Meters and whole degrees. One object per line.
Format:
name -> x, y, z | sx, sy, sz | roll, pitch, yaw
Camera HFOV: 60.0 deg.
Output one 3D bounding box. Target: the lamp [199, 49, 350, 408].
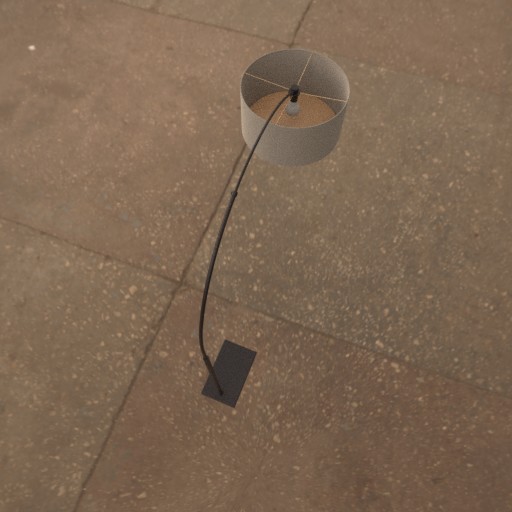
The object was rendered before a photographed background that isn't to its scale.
lamp -> 0.000, 0.000, 2.550 | 0.493, 1.927, 1.424 | 20, 65, 10
